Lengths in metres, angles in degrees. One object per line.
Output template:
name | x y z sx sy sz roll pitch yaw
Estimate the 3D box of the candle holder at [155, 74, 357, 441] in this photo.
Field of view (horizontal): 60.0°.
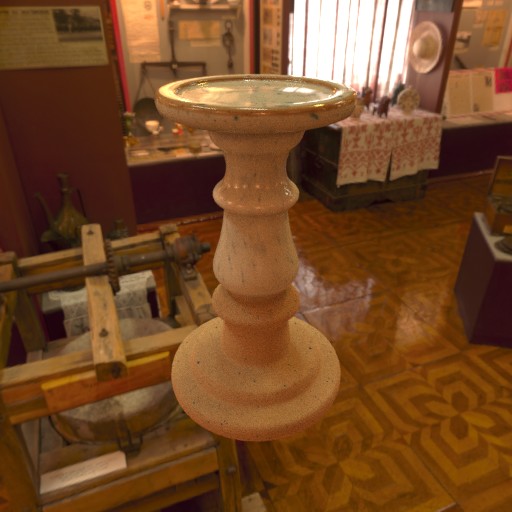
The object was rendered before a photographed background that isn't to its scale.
candle holder | 0.000 0.000 0.280 0.123 0.202 0.123 0 30 0
